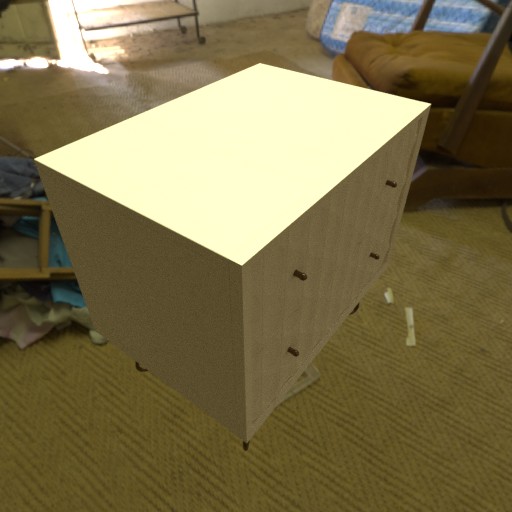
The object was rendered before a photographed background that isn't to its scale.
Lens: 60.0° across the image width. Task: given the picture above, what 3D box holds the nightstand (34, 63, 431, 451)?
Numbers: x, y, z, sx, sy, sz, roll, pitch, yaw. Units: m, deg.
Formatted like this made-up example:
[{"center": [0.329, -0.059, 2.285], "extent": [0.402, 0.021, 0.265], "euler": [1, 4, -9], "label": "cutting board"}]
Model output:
[{"center": [0.000, 0.000, 1.000], "extent": [0.447, 0.604, 0.614], "euler": [26, 47, 27], "label": "nightstand"}]
